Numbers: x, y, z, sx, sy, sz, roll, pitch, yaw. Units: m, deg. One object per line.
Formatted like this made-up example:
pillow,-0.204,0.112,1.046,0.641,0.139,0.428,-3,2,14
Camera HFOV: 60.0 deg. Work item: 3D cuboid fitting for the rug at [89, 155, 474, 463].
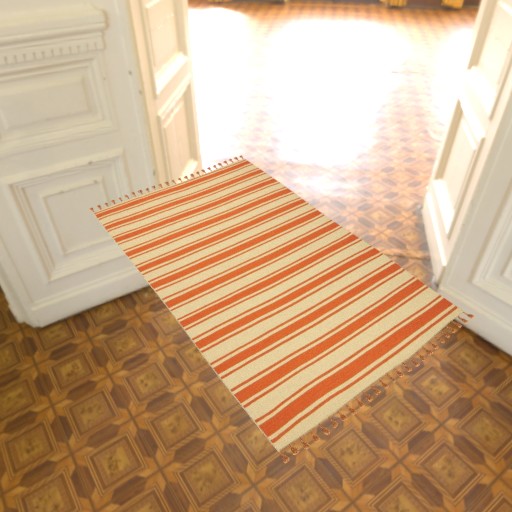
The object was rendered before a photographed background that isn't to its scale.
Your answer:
rug,0.000,0.000,2.581,1.232,0.017,2.092,-26,47,-26
